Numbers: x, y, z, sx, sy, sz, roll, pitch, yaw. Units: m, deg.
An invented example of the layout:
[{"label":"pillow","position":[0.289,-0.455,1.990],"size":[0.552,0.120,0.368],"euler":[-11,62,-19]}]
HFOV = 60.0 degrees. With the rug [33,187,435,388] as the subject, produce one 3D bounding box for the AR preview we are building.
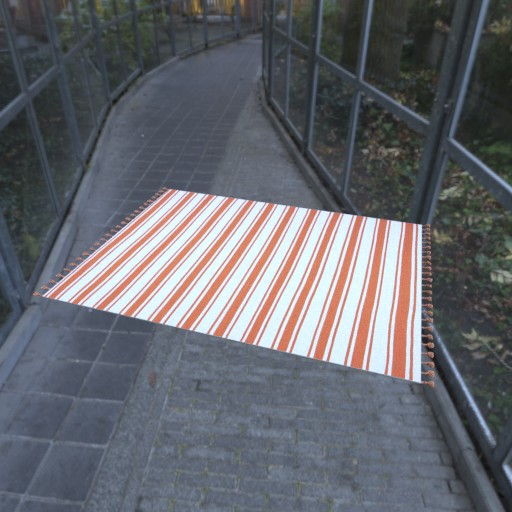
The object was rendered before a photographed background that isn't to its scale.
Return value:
[{"label":"rug","position":[0.000,0.000,4.458],"size":[3.369,0.035,2.451],"euler":[10,34,15]}]
